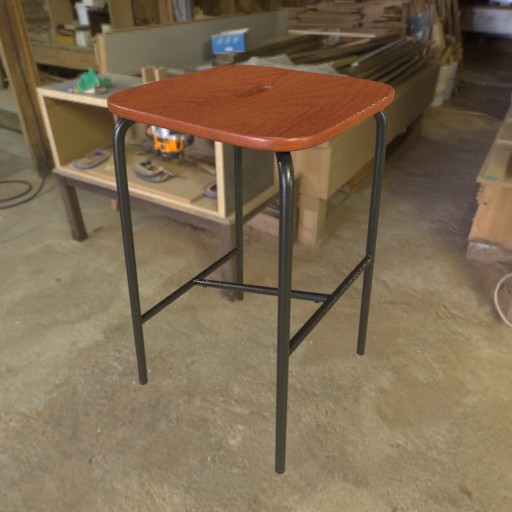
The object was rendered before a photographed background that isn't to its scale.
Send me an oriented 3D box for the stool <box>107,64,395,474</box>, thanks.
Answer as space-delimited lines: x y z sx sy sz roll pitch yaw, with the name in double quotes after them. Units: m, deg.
0.000 0.000 0.853 0.376 0.610 0.376 21 39 29 "stool"
